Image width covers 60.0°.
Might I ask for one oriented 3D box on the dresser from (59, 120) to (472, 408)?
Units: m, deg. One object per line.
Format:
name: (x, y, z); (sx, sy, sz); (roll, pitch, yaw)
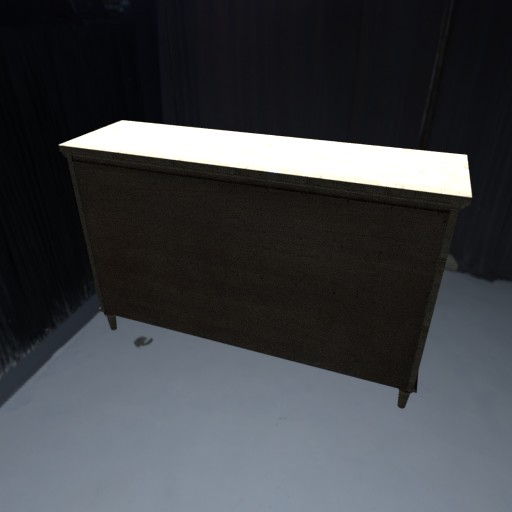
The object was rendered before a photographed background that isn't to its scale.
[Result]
dresser: (0.000, 0.000, 2.086); (1.626, 1.016, 0.457); (11, 32, 17)
